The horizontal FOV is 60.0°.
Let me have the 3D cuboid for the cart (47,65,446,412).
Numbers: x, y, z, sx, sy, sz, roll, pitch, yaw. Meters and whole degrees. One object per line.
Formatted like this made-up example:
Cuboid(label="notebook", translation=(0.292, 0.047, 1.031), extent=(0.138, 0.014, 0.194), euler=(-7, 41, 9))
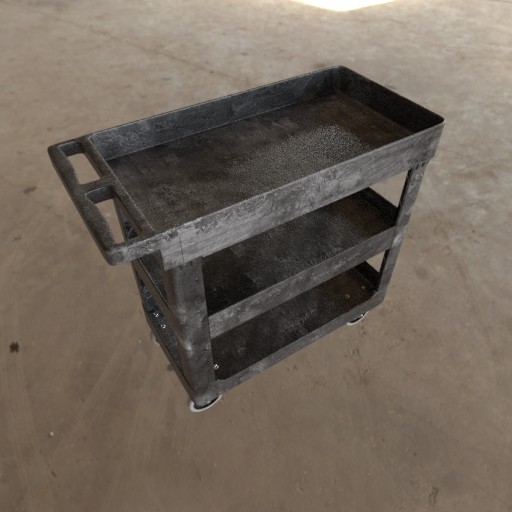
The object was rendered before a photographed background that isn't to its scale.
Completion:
Cuboid(label="cart", translation=(0.000, 0.000, 1.340), extent=(0.877, 0.824, 0.420), euler=(-24, 50, -22))
